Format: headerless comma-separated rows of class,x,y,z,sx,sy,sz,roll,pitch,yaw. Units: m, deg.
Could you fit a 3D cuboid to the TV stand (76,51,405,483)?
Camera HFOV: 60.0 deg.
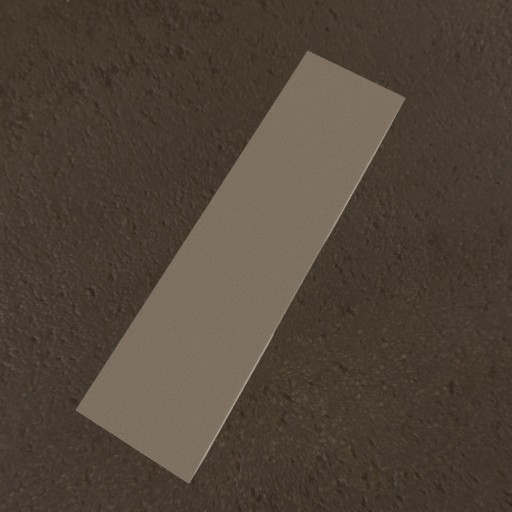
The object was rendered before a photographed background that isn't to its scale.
TV stand,0.000,0.000,1.712,0.410,0.440,1.500,29,77,7
